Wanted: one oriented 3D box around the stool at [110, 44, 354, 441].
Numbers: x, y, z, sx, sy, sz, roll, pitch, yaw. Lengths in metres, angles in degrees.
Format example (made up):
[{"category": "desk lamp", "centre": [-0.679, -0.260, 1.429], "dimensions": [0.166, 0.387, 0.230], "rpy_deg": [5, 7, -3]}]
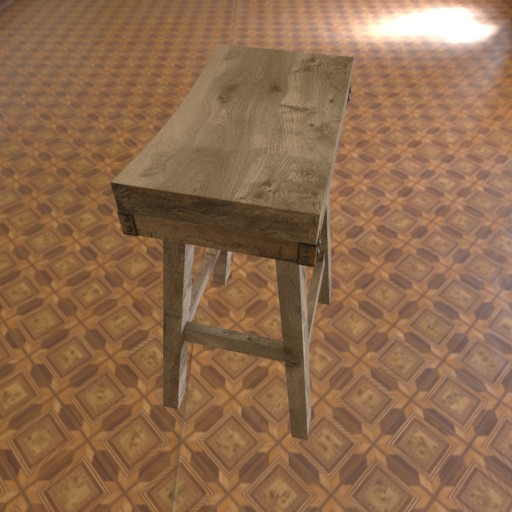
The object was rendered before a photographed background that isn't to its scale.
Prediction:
[{"category": "stool", "centre": [0.000, 0.000, 0.887], "dimensions": [0.330, 0.635, 0.450], "rpy_deg": [10, 47, 9]}]
